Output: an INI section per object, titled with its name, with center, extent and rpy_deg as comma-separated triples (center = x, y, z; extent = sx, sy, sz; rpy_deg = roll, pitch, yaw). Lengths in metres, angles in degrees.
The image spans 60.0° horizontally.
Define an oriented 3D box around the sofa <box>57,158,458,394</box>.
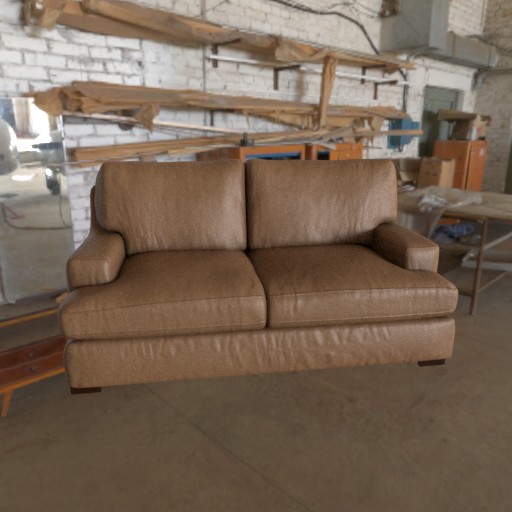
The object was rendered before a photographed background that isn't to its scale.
[sofa]
center = 0.000, 0.000, 2.367
extent = 1.855, 0.980, 0.962
rpy_deg = -2, 16, -8
